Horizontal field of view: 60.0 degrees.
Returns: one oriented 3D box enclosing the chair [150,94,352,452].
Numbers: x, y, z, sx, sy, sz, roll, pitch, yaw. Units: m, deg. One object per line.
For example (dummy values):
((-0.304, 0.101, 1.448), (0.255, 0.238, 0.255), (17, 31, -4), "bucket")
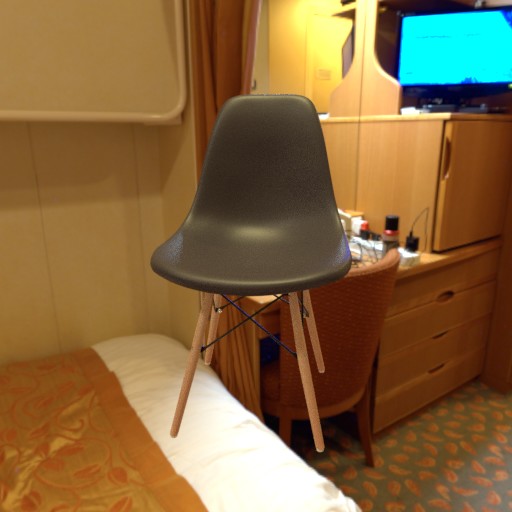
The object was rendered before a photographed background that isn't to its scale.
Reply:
((0.000, 0.000, 1.141), (0.470, 0.825, 0.533), (2, 16, 8), "chair")
